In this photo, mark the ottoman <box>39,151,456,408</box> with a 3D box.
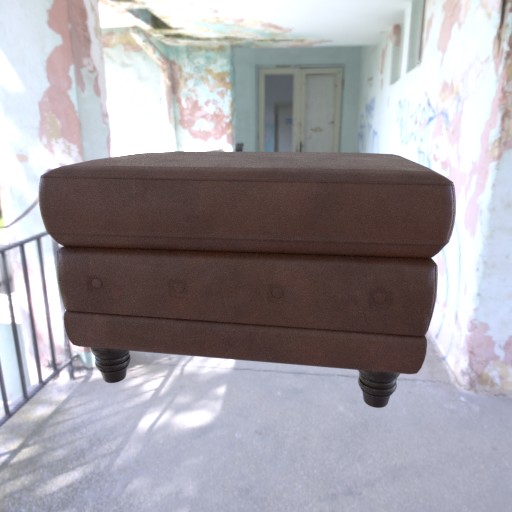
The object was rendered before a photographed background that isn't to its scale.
[{"bbox_3d":[0.000,0.000,1.140,0.795,0.509,0.588,3,17,9],"label":"ottoman"}]
